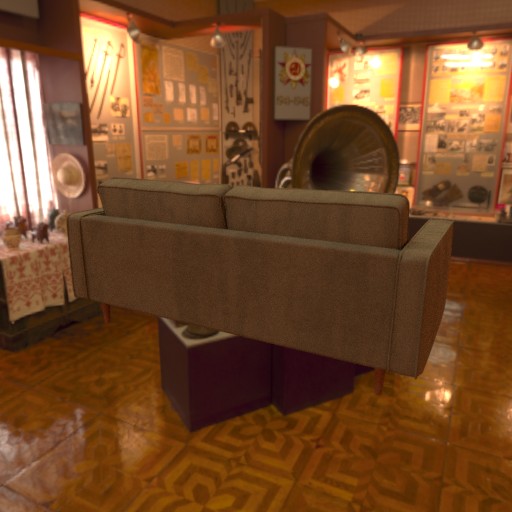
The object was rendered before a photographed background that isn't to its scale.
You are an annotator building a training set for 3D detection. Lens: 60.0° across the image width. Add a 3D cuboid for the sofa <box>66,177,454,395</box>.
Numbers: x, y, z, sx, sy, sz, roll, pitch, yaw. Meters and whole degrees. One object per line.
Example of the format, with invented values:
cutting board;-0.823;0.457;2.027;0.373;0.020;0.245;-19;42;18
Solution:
sofa;0.000;0.000;2.429;1.920;0.825;0.924;8;17;27
